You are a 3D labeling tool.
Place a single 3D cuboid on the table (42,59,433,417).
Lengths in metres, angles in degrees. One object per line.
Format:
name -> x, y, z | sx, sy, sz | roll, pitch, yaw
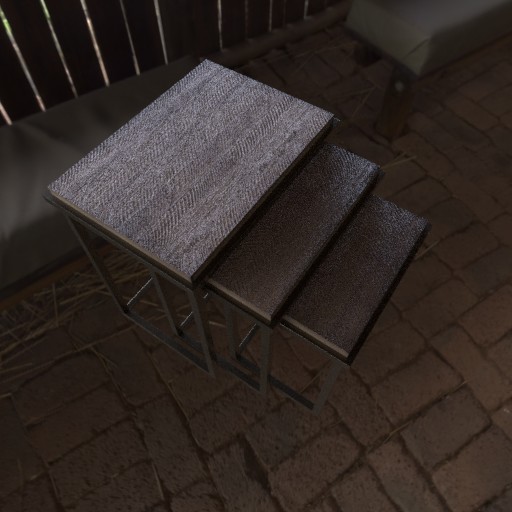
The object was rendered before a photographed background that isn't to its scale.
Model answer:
table -> 0.000, 0.000, 1.185 | 0.706, 0.610, 0.559 | 30, 62, 18
